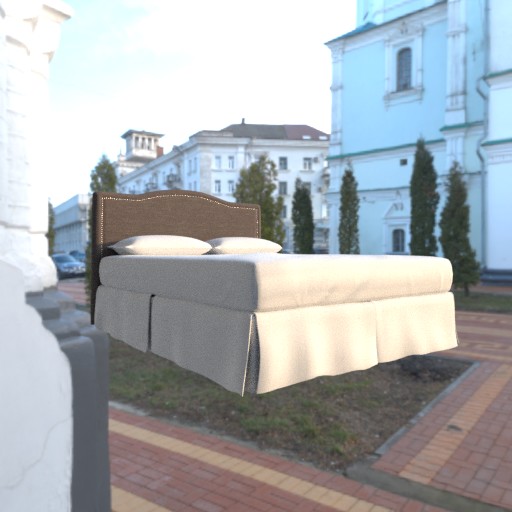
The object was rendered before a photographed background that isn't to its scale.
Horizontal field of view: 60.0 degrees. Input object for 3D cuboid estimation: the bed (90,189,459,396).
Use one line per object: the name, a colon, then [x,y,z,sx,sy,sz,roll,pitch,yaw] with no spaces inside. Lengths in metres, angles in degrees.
bed: [0.000,0.000,3.944,2.161,1.457,2.689,0,1,-37]
